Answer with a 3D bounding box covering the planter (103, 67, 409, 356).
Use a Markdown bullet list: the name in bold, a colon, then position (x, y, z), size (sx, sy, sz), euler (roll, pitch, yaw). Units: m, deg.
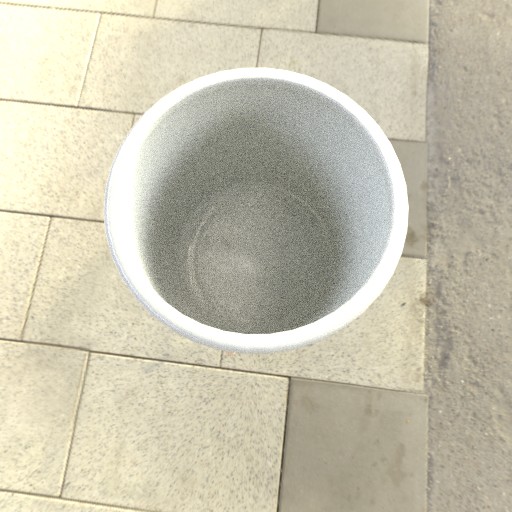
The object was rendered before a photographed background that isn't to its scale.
- **planter**: position (0.000, 0.000, 0.577), size (0.265, 0.404, 0.265), euler (4, 75, 1)
